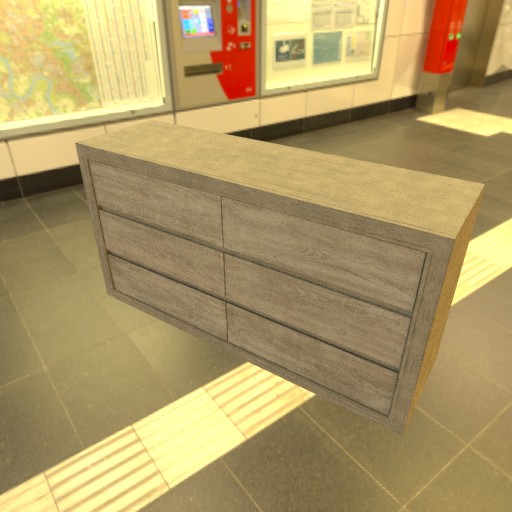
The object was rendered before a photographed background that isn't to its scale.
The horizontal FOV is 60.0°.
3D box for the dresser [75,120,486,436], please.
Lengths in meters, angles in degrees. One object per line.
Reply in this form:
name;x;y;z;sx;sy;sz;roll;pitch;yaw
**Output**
dresser;0.000;0.000;2.006;1.628;0.889;0.483;19;36;28
